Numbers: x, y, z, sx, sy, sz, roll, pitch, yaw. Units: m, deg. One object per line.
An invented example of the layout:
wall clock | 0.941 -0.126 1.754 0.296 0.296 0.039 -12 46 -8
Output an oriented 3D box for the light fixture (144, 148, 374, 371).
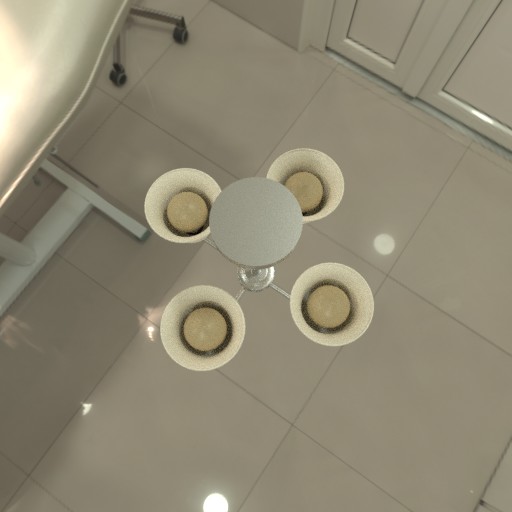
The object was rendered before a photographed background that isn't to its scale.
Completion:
light fixture | 0.000 0.000 0.747 0.427 0.370 0.427 34 78 8
